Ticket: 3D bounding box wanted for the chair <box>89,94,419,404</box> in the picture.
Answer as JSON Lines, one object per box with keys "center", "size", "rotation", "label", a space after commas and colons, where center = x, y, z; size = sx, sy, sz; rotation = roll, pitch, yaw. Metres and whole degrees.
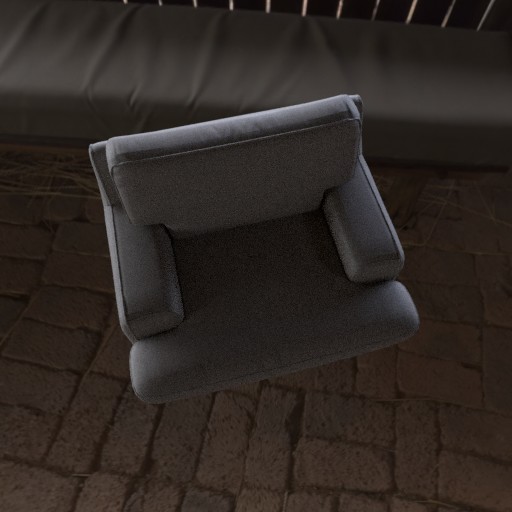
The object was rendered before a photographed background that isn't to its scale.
{"center": [0.000, 0.000, 2.016], "size": [1.270, 0.974, 1.043], "rotation": [-13, 64, -6], "label": "chair"}
